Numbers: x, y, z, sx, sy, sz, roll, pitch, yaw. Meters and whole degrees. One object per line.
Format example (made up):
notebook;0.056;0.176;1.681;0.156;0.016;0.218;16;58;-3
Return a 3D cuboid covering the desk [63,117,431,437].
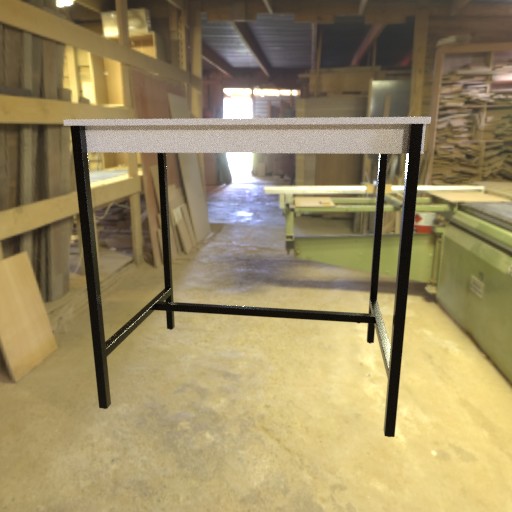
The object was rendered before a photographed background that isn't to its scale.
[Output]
desk;0.000;0.000;1.333;0.811;0.766;0.573;2;15;9
